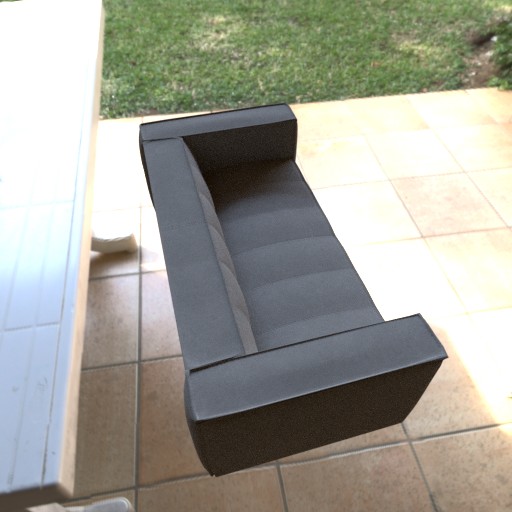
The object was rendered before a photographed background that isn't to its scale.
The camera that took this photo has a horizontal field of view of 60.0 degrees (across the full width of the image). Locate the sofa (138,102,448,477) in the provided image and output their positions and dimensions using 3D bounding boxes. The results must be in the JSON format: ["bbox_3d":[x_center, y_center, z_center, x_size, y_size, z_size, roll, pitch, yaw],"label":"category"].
[{"bbox_3d":[0.000,0.000,2.458,1.038,0.680,1.995,-12,49,-10],"label":"sofa"}]
